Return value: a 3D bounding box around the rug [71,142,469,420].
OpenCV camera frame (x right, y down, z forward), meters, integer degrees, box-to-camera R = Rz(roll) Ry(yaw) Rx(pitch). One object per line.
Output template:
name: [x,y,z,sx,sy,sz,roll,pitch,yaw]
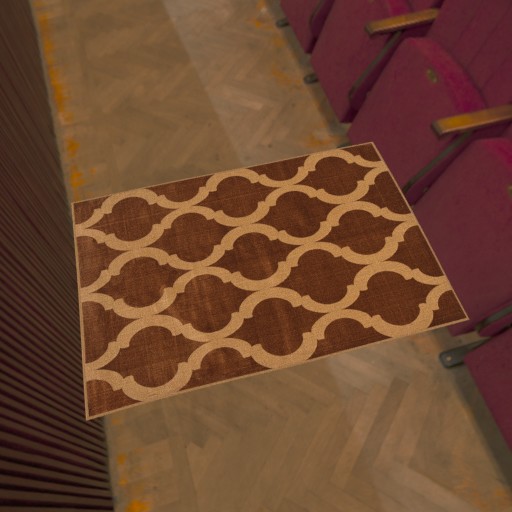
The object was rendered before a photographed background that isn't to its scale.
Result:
rug: [0.000,0.000,2.902,2.290,0.014,1.526,-13,60,-8]
